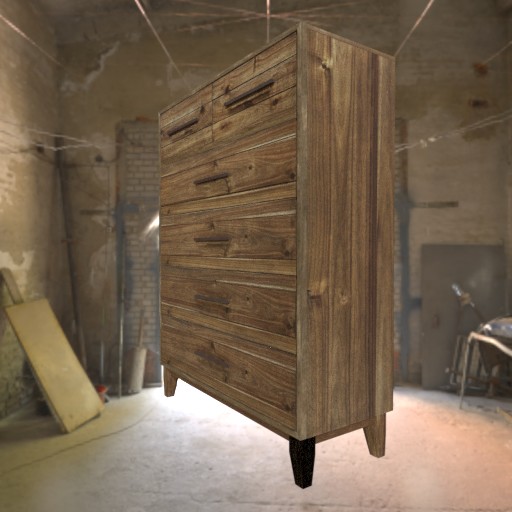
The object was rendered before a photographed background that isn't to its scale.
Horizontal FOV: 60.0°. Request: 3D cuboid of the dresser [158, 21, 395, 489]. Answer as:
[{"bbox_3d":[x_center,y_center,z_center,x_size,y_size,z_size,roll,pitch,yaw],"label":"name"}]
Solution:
[{"bbox_3d":[0.000,0.000,1.862,0.442,1.393,1.062,-1,1,-35],"label":"dresser"}]
